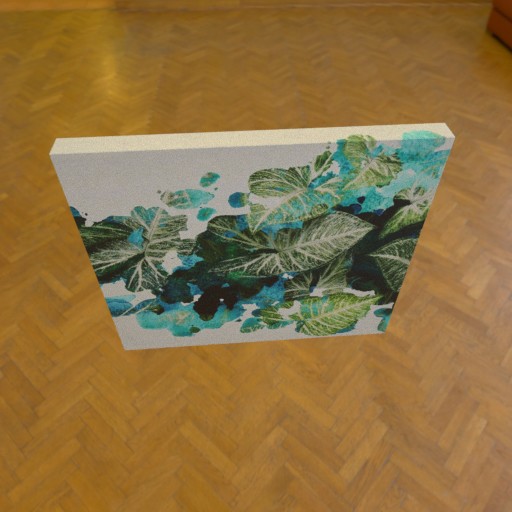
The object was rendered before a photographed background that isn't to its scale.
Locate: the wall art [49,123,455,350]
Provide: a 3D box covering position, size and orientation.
[{"bbox_3d":[0.000,0.000,0.721,0.507,0.435,0.041,-3,46,-3],"label":"wall art"}]
